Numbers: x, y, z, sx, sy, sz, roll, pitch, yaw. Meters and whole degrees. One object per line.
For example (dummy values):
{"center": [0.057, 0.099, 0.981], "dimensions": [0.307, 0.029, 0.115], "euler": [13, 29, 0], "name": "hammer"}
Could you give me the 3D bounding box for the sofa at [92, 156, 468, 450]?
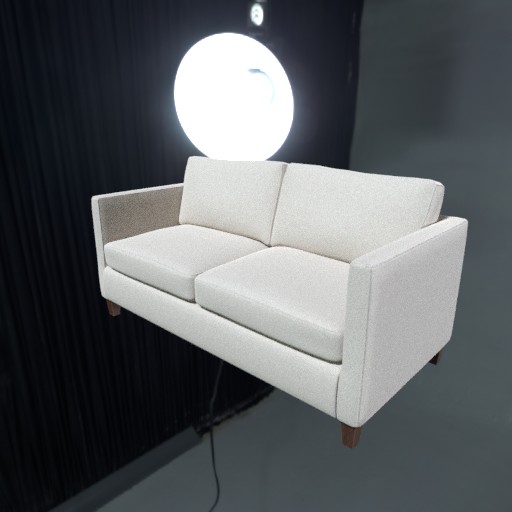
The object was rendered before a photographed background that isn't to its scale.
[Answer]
{"center": [0.000, 0.000, 2.223], "dimensions": [1.722, 0.888, 0.873], "euler": [16, 24, 40], "name": "sofa"}
